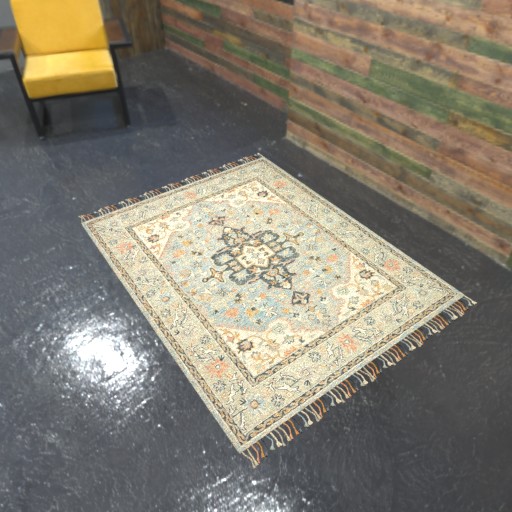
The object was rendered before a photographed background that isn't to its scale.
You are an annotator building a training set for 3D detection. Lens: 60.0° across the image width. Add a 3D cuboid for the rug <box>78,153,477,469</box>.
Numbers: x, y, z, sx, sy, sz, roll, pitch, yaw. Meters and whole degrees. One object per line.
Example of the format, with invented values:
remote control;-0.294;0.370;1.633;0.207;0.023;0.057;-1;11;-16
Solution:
rug;0.000;0.000;2.280;1.278;0.009;1.730;-26;48;-26
